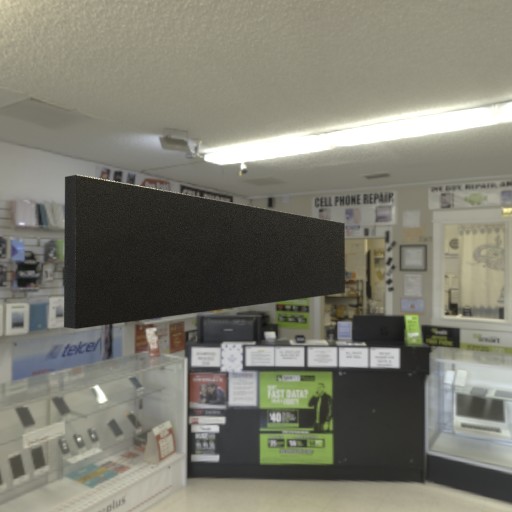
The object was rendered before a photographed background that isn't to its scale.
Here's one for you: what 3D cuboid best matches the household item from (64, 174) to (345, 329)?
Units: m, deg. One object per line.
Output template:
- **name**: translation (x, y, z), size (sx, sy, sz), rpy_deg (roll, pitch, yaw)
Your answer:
- **household item**: translation (0.000, 0.000, 1.094), size (0.030, 0.236, 1.001), rpy_deg (-1, -1, 35)
